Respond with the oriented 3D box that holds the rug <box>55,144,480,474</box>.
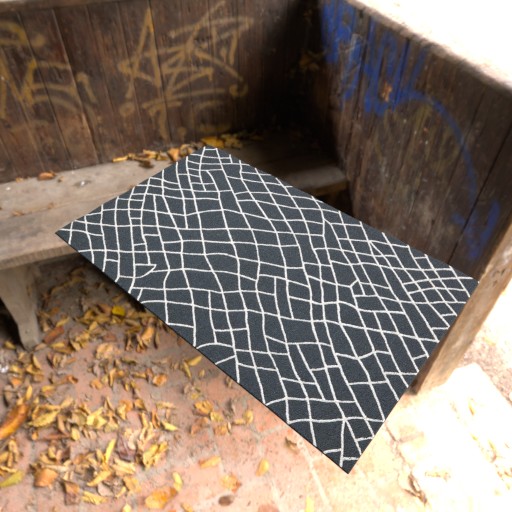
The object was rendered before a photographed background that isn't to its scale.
[{"bbox_3d":[0.000,0.000,2.971,2.448,0.017,1.529,32,54,27],"label":"rug"}]
